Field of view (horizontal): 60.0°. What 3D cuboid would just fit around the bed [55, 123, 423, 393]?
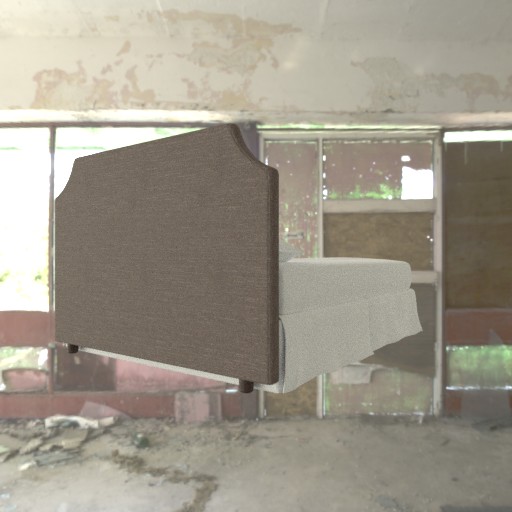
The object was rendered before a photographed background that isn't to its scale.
[{"bbox_3d":[0.000,0.000,4.204,2.350,1.590,2.773,0,0,36],"label":"bed"}]
